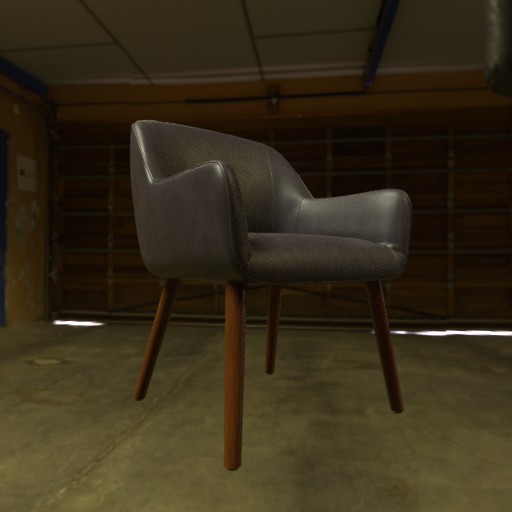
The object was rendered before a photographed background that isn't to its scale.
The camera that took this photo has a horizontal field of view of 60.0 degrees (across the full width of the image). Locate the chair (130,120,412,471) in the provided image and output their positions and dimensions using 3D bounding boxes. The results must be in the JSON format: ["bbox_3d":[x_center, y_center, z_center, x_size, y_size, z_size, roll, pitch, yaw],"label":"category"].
[{"bbox_3d":[0.000,0.000,1.235,0.610,0.828,0.610,0,-1,-37],"label":"chair"}]
